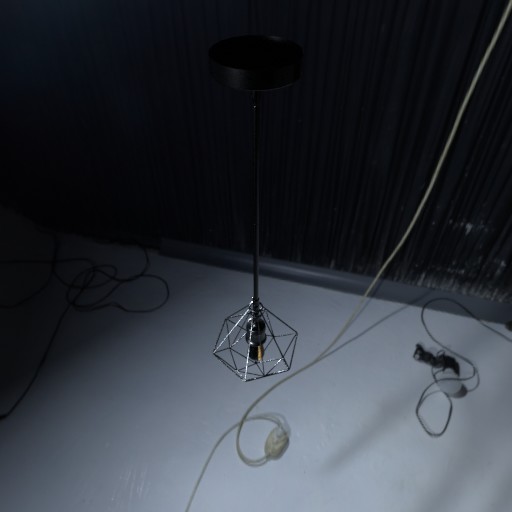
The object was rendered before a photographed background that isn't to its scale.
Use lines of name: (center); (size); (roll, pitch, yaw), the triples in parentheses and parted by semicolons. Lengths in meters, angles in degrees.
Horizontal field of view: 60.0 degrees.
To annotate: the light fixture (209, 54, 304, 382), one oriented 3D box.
light fixture: (0.000, 0.000, 1.983); (0.431, 1.764, 0.487); (10, 45, 10)
